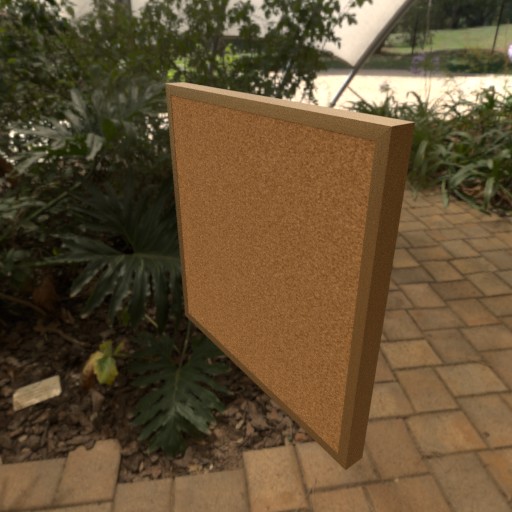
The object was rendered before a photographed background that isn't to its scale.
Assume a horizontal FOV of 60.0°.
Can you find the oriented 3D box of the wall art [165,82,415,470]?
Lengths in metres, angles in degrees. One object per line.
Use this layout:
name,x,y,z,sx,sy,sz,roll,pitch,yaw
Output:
wall art,0.000,0.000,0.750,0.037,0.509,0.510,-18,32,-32
